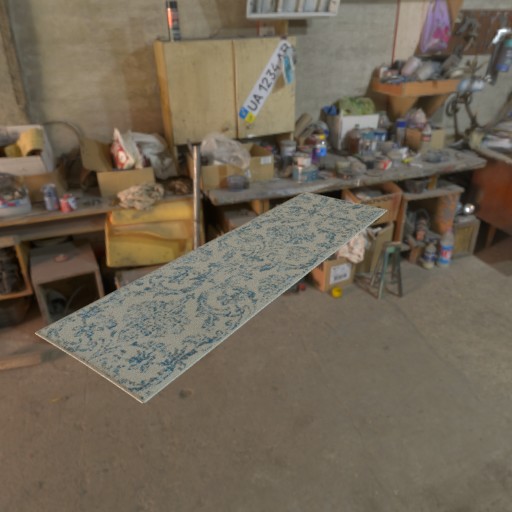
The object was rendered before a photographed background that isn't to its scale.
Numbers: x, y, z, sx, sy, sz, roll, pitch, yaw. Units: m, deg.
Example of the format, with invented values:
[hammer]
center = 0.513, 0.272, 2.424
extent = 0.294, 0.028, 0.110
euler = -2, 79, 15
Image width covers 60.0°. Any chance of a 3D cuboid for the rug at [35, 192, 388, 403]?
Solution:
[rug]
center = 0.000, 0.000, 2.444
extent = 0.662, 0.011, 2.196
euler = 18, 32, 31
